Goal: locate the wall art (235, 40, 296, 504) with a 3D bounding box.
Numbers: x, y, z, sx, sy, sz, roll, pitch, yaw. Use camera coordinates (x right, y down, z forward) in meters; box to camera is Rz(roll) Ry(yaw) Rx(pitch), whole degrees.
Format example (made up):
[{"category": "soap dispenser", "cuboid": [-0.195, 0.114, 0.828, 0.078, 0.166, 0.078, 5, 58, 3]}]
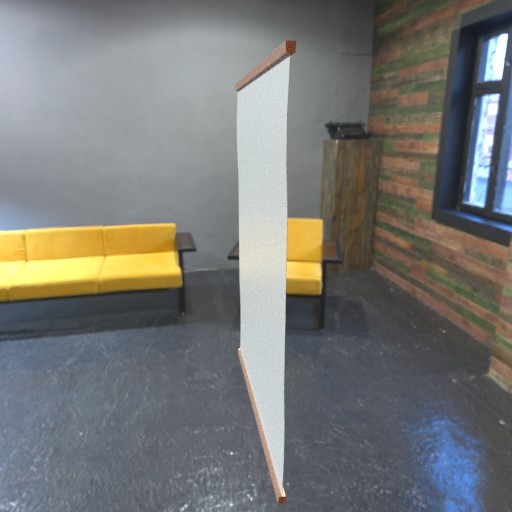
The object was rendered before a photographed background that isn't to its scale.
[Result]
[{"category": "wall art", "cuboid": [0.000, 0.000, 1.278, 0.020, 1.013, 0.758, -3, 16, -9]}]
